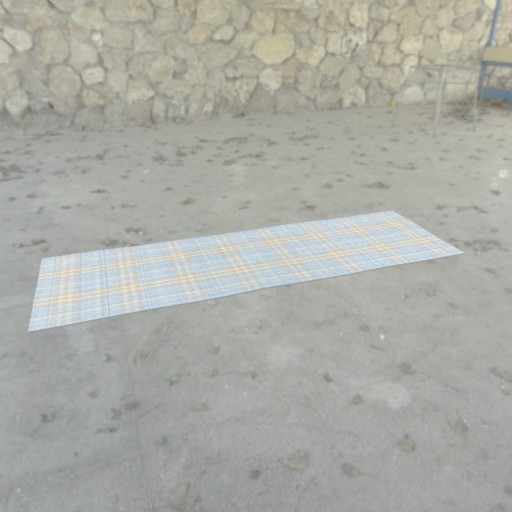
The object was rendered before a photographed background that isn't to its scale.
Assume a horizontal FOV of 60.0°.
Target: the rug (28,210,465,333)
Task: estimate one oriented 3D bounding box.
[{"bbox_3d":[0.000,0.000,2.671,2.439,0.013,0.762,-9,28,-17],"label":"rug"}]
